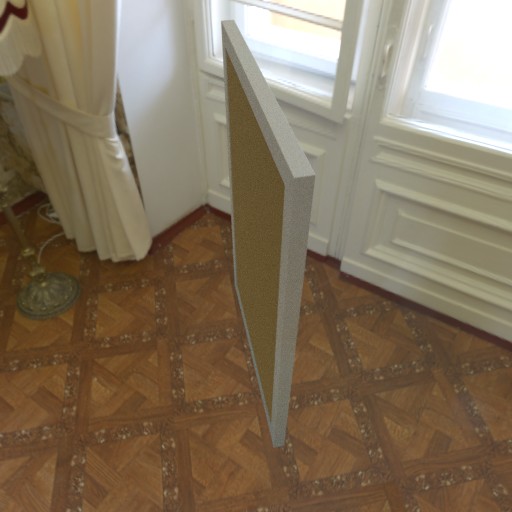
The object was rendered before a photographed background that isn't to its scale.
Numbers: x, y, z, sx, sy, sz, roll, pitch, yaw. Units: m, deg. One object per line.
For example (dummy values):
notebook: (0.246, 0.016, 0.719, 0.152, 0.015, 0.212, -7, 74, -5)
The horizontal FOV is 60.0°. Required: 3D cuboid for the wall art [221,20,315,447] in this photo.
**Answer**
wall art: (0.000, 0.000, 1.400, 0.038, 1.143, 0.764, -9, 46, -8)
